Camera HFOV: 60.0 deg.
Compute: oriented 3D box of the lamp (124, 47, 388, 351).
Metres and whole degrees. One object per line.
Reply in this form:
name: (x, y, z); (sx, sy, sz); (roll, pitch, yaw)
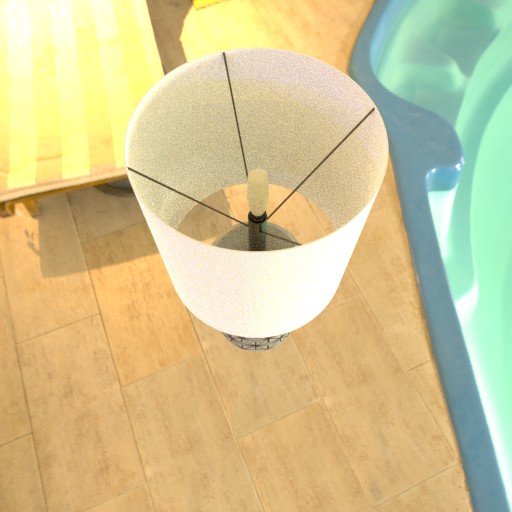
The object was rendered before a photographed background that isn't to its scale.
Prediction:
lamp: (0.000, 0.000, 0.533); (0.206, 0.416, 0.206); (-16, 64, -8)
